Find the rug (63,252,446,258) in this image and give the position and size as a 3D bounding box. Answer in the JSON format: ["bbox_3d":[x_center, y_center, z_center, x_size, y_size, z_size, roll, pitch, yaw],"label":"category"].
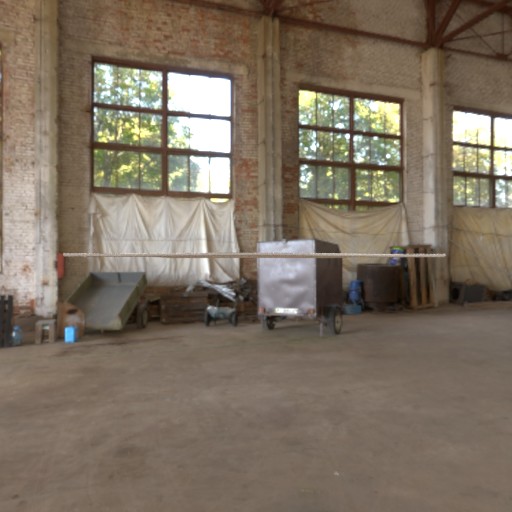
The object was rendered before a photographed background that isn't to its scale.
[{"bbox_3d":[0.000,0.000,2.237,1.162,0.022,1.804,0,0,0],"label":"rug"}]
